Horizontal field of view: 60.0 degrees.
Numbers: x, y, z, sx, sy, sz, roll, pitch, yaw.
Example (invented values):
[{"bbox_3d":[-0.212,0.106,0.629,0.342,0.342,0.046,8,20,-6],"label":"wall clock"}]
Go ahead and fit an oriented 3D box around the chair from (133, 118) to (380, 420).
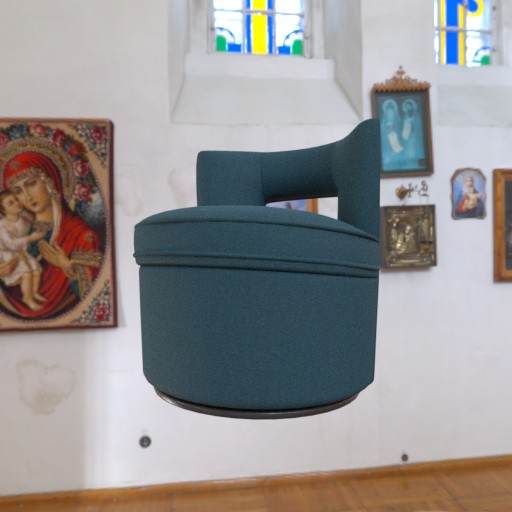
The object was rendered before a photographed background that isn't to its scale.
[{"bbox_3d":[0.000,0.000,1.243,0.684,0.711,0.660,1,1,38],"label":"chair"}]
